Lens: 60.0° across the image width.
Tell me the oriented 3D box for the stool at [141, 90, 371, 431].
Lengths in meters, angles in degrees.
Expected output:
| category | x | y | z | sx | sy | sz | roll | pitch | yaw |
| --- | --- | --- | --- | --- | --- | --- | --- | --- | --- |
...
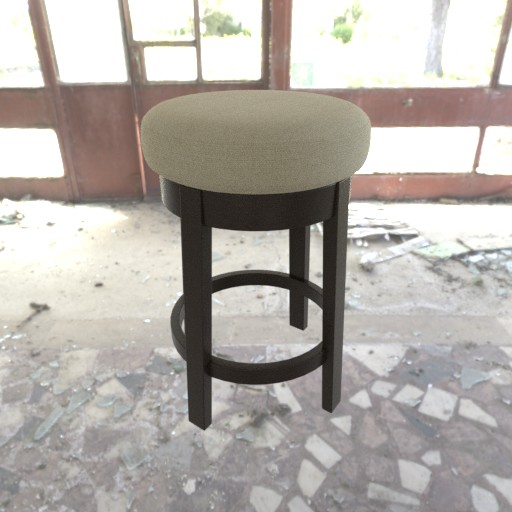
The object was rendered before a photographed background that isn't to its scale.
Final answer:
| category | x | y | z | sx | sy | sz | roll | pitch | yaw |
| --- | --- | --- | --- | --- | --- | --- | --- | --- | --- |
| stool | 0.000 | 0.000 | 0.974 | 0.449 | 0.655 | 0.449 | 0 | 28 | 0 |
